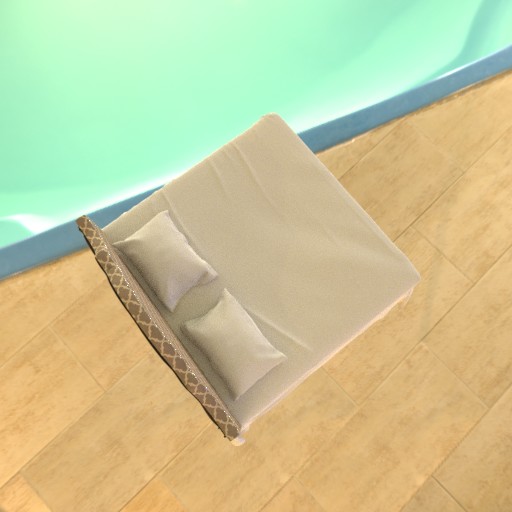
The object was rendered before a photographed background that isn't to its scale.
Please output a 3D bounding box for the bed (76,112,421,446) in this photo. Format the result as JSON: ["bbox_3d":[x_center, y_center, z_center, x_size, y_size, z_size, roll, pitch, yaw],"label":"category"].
[{"bbox_3d":[0.000,0.000,3.703,2.222,1.601,2.314,-37,78,-9],"label":"bed"}]
